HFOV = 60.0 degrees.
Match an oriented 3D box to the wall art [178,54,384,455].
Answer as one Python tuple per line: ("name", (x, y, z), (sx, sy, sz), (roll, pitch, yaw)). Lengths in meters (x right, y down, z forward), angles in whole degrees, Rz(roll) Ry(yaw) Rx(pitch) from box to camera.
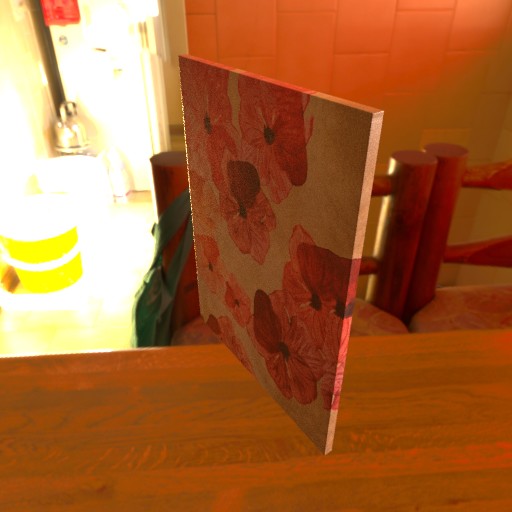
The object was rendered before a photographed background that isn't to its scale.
("wall art", (0.000, 0.000, 1.325), (0.031, 1.015, 0.762), (-21, 38, -29))
